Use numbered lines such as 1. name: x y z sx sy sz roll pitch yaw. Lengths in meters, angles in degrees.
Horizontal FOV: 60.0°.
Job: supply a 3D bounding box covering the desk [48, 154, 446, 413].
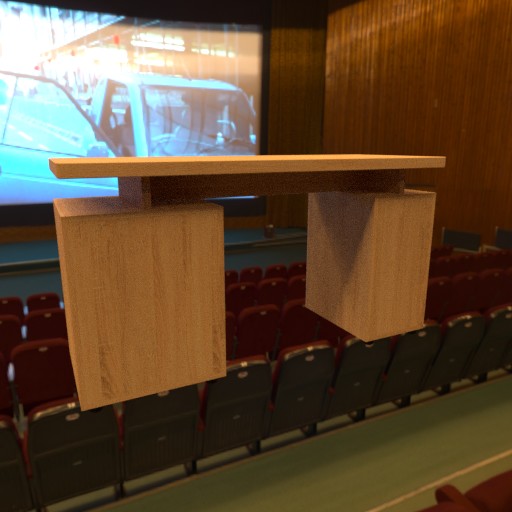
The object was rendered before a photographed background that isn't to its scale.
1. desk: 0.000 0.000 1.750 1.400 0.760 0.550 -7 16 -26
